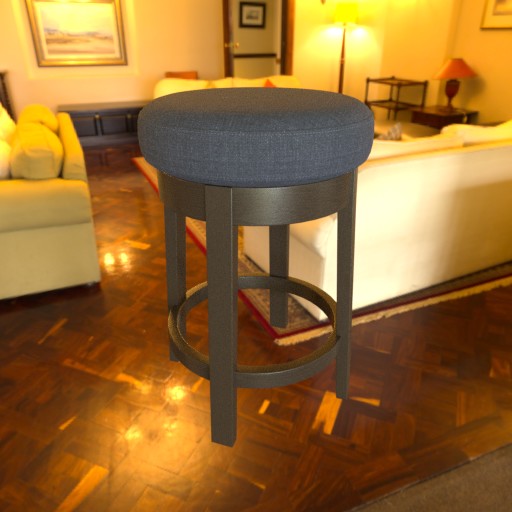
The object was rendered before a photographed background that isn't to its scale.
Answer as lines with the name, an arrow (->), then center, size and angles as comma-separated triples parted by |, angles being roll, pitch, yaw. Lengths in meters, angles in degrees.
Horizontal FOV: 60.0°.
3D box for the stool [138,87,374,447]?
stool -> 0.000, 0.000, 0.947 | 0.449, 0.655, 0.449 | 0, 27, 0
